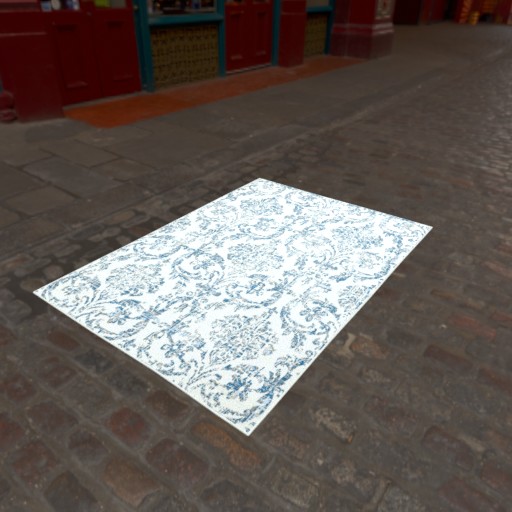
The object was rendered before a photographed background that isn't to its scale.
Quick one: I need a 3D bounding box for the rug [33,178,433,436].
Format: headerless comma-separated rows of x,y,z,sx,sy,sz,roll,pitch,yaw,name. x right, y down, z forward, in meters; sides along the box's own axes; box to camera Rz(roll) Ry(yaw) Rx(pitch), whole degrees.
0.000,0.000,2.905,1.586,0.014,2.197,22,38,31,rug
